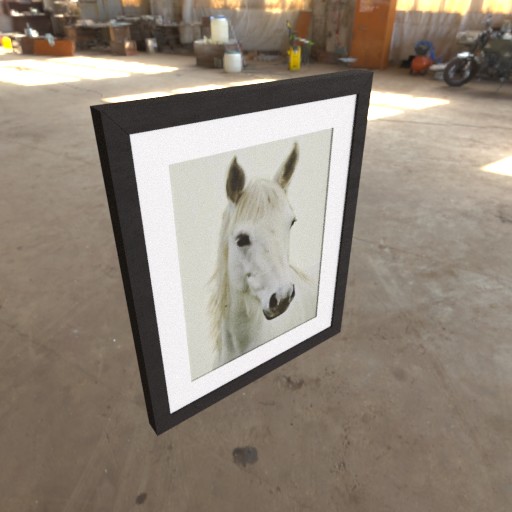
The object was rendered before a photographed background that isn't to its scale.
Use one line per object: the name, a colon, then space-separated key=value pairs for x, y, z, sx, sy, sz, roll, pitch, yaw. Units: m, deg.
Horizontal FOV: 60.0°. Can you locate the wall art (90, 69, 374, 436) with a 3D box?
wall art: x=0.000 y=0.000 z=0.759 sx=0.455 sy=0.552 sz=0.034 roll=-21 pitch=37 yaw=-31
